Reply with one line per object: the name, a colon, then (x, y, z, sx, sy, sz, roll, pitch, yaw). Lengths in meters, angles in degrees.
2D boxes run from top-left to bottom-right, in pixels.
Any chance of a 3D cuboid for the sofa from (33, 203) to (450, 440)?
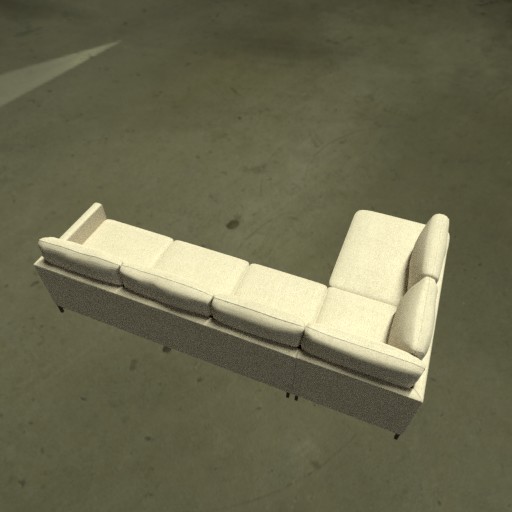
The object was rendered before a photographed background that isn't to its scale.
sofa: (0.000, 0.000, 4.256, 3.384, 0.996, 2.048, 17, 50, 15)
